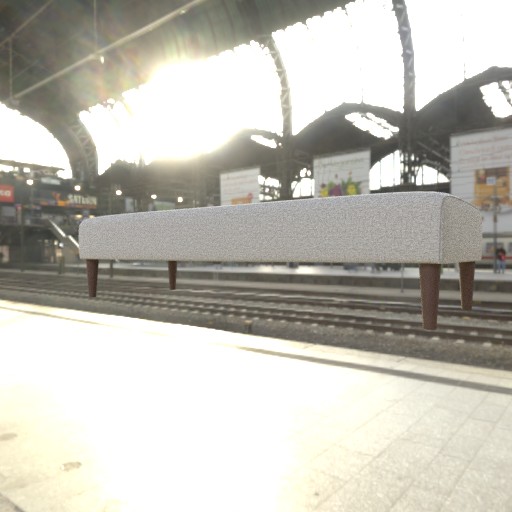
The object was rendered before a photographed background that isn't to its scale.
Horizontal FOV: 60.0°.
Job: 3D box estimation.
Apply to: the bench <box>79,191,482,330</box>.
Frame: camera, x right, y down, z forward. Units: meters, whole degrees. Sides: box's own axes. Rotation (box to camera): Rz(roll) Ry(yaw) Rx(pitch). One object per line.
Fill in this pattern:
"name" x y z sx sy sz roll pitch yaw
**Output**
"bench" 0.000 0.000 1.823 1.598 0.383 0.631 0 0 36
